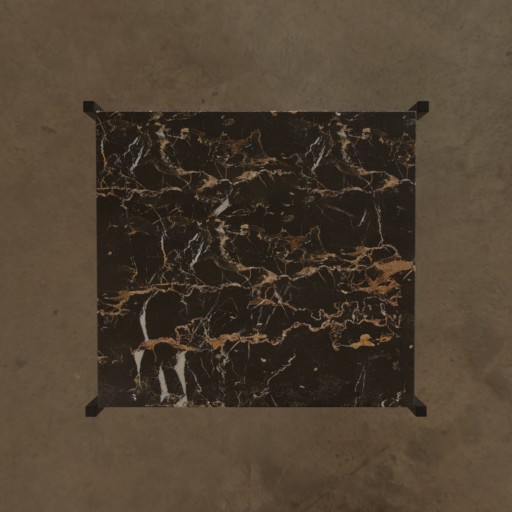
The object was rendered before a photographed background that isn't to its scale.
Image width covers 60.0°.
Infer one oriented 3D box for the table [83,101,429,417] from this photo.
[{"bbox_3d":[0.000,0.000,0.870,0.469,0.534,0.432,0,91,0],"label":"table"}]
